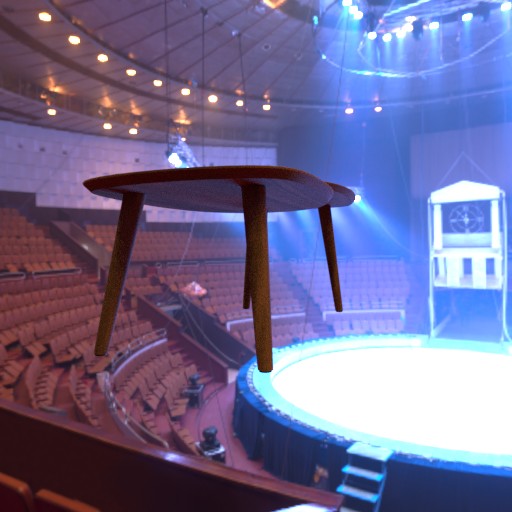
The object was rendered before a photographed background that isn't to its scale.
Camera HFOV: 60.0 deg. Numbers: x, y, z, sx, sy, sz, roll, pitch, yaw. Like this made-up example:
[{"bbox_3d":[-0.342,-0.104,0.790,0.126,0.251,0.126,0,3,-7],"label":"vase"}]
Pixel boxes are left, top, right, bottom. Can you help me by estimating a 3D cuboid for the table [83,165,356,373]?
[{"bbox_3d":[0.000,0.000,1.326,0.527,0.429,1.084,0,0,19],"label":"table"}]
